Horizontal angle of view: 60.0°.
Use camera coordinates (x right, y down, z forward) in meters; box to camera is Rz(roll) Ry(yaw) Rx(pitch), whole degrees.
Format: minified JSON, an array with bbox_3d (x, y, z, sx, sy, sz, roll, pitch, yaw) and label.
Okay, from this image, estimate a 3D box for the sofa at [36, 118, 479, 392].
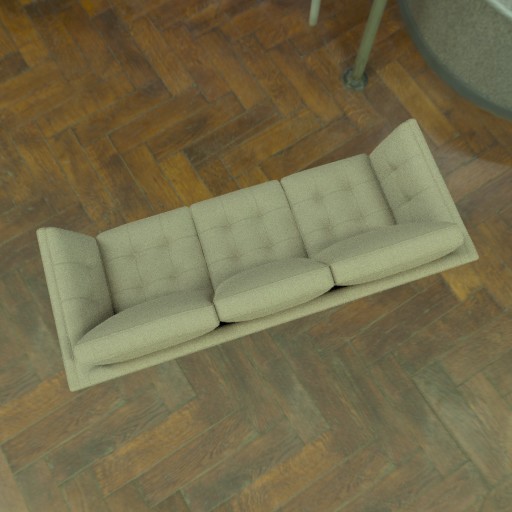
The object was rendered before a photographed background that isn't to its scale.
[{"bbox_3d":[0.000,0.000,2.841,2.388,0.940,0.965,-17,76,-4],"label":"sofa"}]
